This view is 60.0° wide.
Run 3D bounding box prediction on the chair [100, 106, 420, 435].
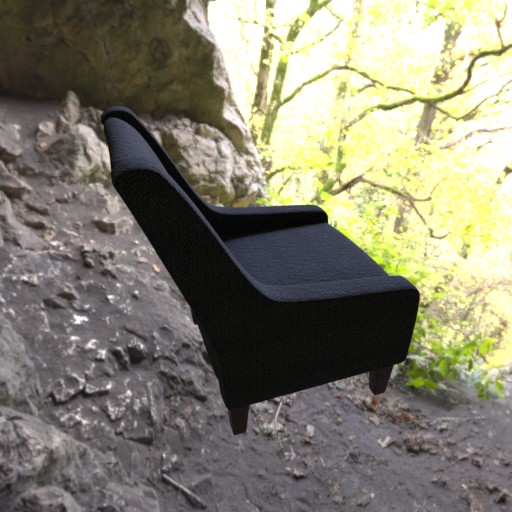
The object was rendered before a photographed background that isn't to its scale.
[{"bbox_3d":[0.000,0.000,1.672,0.944,1.012,0.793,-10,31,-17],"label":"chair"}]
